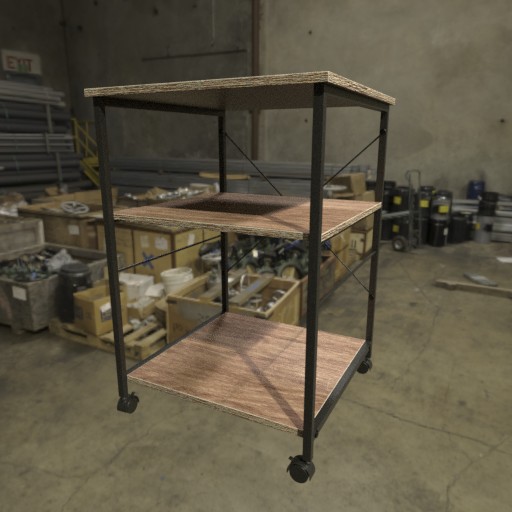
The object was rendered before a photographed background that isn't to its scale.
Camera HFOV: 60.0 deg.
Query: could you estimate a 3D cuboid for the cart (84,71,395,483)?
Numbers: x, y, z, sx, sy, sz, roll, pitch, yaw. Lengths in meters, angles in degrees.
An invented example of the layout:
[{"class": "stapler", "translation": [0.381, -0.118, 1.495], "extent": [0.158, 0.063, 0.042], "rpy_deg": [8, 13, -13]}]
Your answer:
[{"class": "cart", "translation": [0.000, 0.000, 1.107], "extent": [0.521, 0.762, 0.520], "rpy_deg": [8, 16, 27]}]
